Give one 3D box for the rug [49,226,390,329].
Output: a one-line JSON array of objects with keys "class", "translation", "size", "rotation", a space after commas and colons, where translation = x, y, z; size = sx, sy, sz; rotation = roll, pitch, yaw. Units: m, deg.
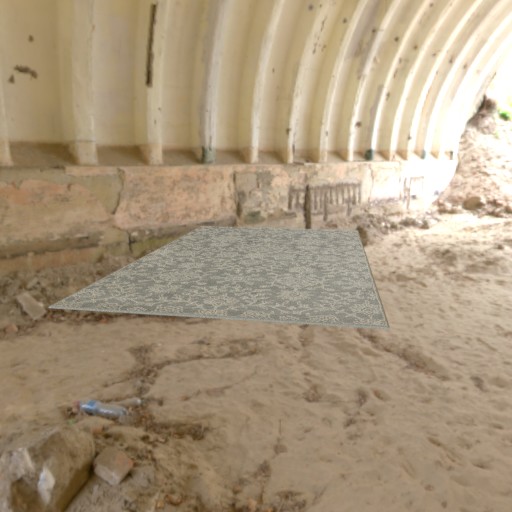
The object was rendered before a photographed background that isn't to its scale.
[{"class": "rug", "translation": [0.000, 0.000, 3.079], "size": [1.515, 0.010, 2.430], "rotation": [2, 13, 10]}]
